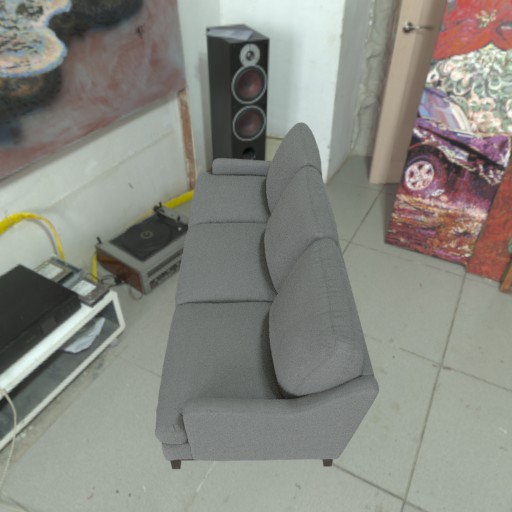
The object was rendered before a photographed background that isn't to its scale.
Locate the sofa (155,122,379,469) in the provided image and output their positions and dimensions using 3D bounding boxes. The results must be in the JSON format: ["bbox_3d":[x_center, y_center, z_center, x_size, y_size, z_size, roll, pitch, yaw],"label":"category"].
[{"bbox_3d":[0.000,0.000,2.849,0.987,0.926,2.344,-1,40,-1],"label":"sofa"}]
